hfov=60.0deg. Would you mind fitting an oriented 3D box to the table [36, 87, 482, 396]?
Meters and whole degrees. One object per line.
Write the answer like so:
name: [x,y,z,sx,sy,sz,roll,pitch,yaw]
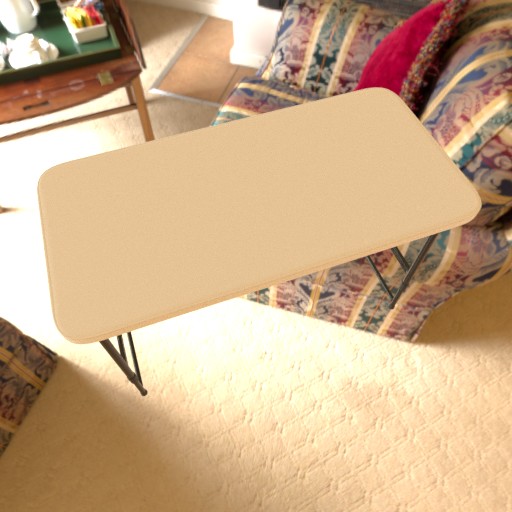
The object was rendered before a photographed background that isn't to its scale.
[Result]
table: [0.000,0.000,1.614,1.219,0.737,0.610,-17,59,-11]
